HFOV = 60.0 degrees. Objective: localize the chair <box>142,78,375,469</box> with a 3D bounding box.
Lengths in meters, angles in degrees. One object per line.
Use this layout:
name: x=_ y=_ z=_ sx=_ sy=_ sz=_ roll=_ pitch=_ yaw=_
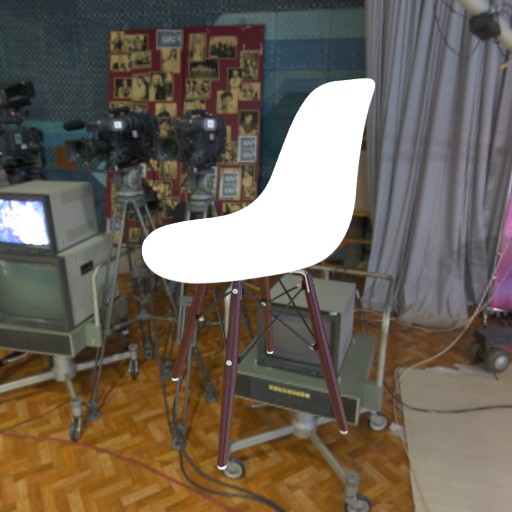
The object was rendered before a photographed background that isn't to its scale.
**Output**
chair: x=0.000 y=0.000 z=1.095 sx=0.533 sy=0.826 sz=0.470 roll=-8 pitch=20 yaw=-25
